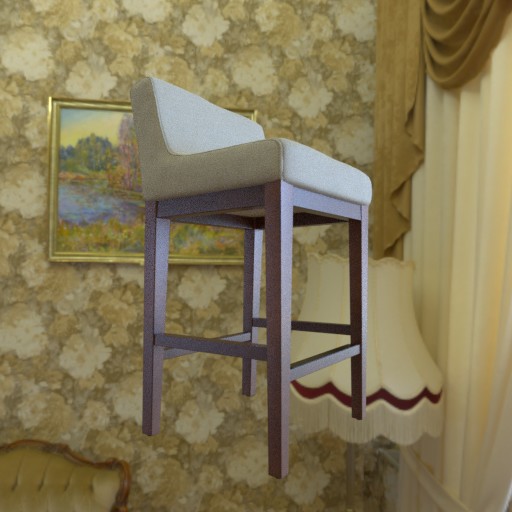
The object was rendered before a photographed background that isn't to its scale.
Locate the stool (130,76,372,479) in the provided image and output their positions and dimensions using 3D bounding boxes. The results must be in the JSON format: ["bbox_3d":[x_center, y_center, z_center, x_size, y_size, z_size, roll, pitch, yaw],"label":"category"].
[{"bbox_3d":[0.000,0.000,1.231,0.500,0.937,0.511,-1,-2,35],"label":"stool"}]
